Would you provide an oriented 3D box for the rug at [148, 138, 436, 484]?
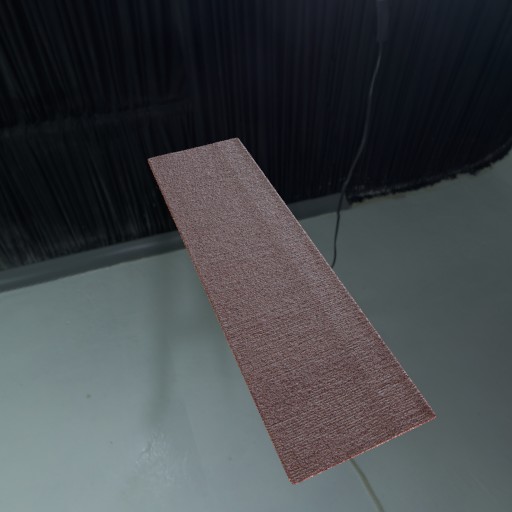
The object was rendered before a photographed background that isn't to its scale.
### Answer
[{"bbox_3d":[0.000,0.000,2.504,0.687,0.012,2.307,-17,50,-15],"label":"rug"}]
